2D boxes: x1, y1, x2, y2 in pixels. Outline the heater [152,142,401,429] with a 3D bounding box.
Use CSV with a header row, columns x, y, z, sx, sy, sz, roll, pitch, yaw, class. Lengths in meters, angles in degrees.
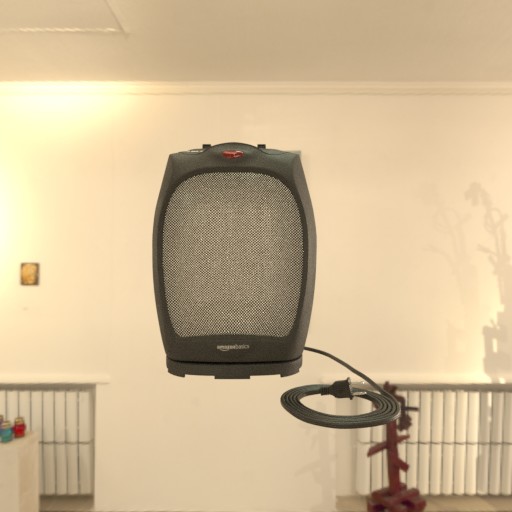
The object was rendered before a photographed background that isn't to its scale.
x,y,z,sx,sy,sz,roll,pitch,yaw,class
0.000,0.000,0.467,0.239,0.255,0.291,0,0,0,heater
